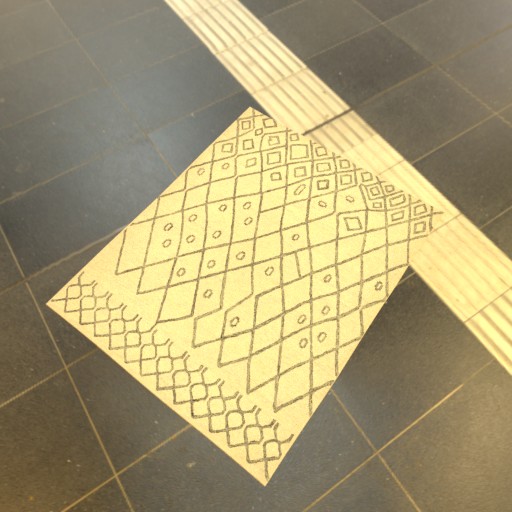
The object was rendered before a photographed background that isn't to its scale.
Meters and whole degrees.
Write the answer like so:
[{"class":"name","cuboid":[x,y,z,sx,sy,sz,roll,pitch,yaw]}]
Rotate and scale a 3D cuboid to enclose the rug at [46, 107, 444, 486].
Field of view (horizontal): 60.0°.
[{"class":"rug","cuboid":[0.000,0.000,4.213,2.446,0.015,3.046,33,67,16]}]
